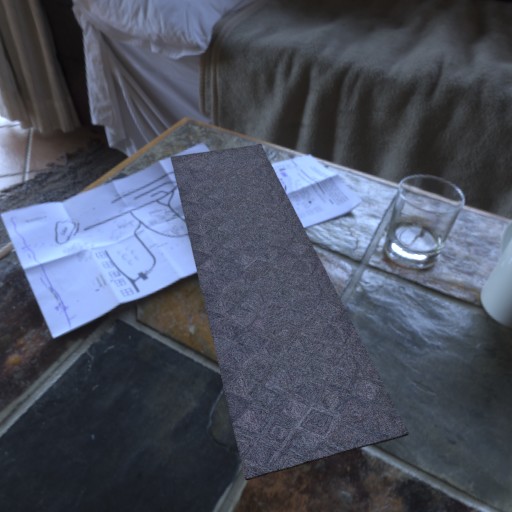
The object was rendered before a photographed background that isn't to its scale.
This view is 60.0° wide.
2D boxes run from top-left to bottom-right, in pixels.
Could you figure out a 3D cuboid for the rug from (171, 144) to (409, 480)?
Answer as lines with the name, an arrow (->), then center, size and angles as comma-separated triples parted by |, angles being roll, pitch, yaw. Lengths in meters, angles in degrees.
rug -> 0.000, 0.000, 2.517 | 0.691, 0.011, 2.296 | -11, 46, -10
